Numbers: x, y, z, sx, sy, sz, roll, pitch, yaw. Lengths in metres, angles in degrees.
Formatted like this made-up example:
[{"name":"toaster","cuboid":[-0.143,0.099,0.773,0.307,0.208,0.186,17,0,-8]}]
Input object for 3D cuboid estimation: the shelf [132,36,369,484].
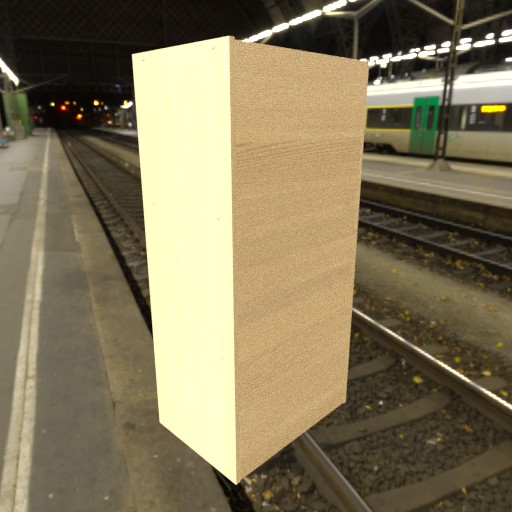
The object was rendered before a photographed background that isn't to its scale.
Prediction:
[{"name":"shelf","cuboid":[0.000,0.000,1.064,0.292,0.876,0.417,16,23,42]}]
